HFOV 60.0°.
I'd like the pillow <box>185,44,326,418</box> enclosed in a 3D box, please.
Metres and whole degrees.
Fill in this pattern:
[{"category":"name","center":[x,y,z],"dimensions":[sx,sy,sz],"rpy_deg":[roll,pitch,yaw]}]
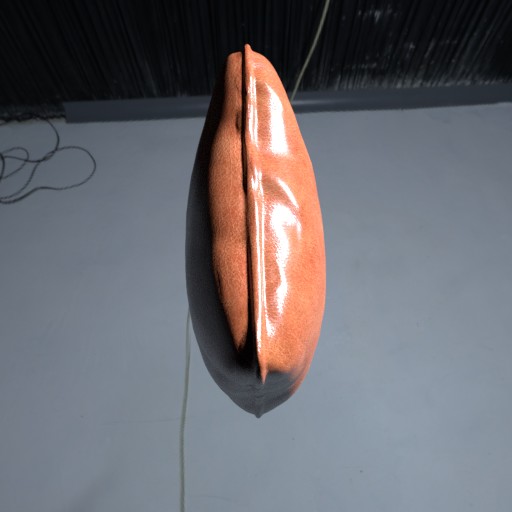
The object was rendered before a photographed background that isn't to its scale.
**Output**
[{"category":"pillow","center":[0.000,0.000,0.811],"dimensions":[0.236,0.523,0.532],"rpy_deg":[-2,64,-1]}]
